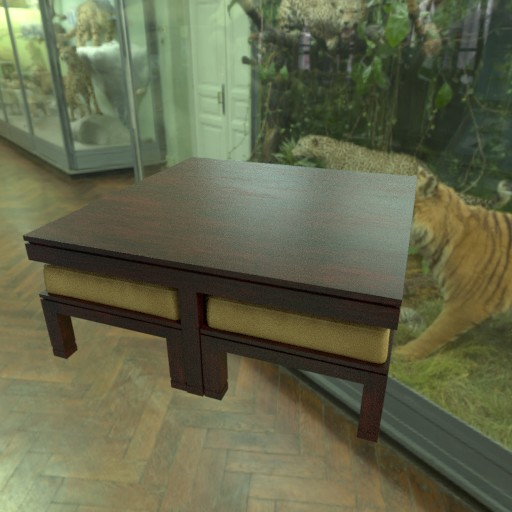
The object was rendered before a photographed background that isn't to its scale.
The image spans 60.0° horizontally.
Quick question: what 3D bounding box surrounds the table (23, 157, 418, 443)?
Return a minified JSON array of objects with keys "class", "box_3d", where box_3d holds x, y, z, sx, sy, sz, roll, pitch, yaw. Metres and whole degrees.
[{"class":"table","box_3d":[0.000,0.000,1.362,0.865,0.356,0.865,9,27,18]}]
